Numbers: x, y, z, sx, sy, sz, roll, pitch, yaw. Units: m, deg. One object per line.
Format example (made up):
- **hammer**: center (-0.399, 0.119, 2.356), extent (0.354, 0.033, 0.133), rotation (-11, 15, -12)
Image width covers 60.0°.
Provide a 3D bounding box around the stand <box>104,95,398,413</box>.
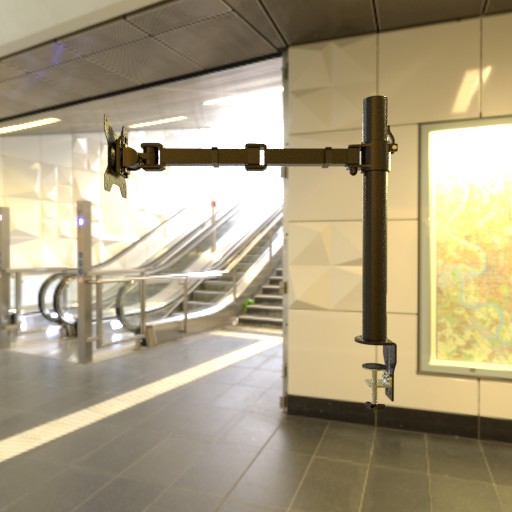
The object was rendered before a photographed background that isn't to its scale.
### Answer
- **stand**: center (0.000, 0.000, 0.724), extent (0.456, 0.510, 0.115), rotation (0, 1, 0)
